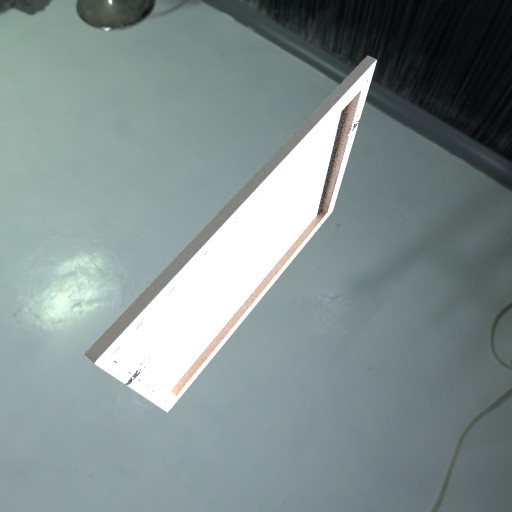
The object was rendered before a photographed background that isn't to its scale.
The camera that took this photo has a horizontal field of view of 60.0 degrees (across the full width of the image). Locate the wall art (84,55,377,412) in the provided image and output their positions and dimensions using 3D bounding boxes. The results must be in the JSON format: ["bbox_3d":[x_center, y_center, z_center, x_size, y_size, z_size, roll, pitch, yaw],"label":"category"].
[{"bbox_3d":[0.000,0.000,1.616,0.042,0.912,1.219,35,69,16],"label":"wall art"}]
